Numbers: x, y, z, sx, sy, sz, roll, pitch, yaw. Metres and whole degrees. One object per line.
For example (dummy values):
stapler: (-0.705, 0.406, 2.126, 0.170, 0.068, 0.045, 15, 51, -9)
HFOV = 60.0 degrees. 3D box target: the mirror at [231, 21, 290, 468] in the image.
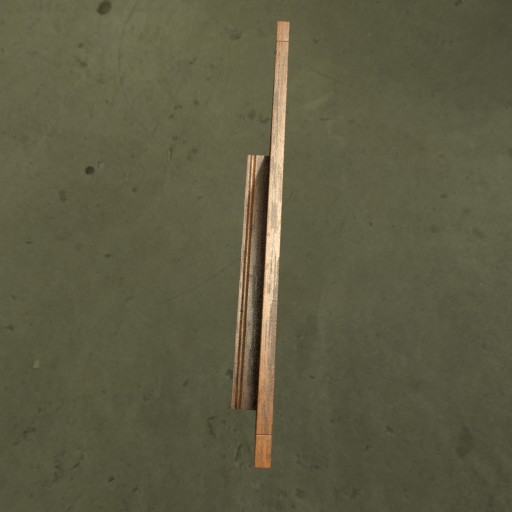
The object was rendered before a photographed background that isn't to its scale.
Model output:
mirror: (0.000, 0.000, 0.980, 0.084, 0.537, 0.758, 3, 75, 1)
